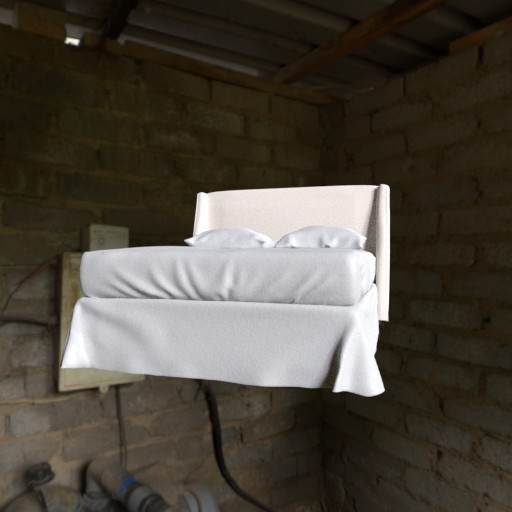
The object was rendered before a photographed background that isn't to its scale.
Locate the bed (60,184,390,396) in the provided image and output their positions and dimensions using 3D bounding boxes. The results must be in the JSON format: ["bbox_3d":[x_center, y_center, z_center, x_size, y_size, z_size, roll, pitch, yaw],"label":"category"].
[{"bbox_3d":[0.000,0.000,3.370,1.925,1.332,2.276,0,0,17],"label":"bed"}]
